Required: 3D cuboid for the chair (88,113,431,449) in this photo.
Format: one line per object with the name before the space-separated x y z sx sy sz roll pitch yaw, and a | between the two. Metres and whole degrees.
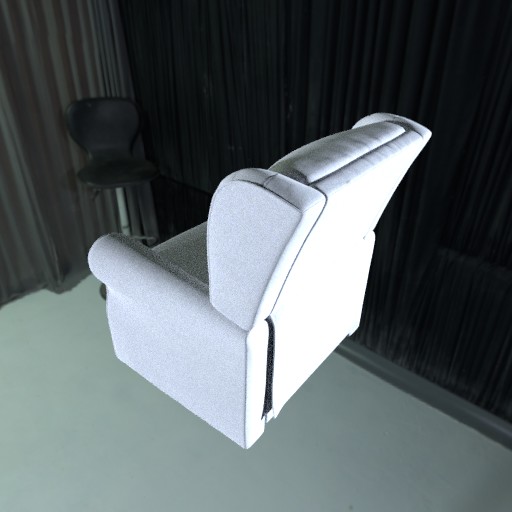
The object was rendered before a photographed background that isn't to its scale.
chair | 0.000 0.000 1.618 0.854 0.967 0.906 22 37 32
